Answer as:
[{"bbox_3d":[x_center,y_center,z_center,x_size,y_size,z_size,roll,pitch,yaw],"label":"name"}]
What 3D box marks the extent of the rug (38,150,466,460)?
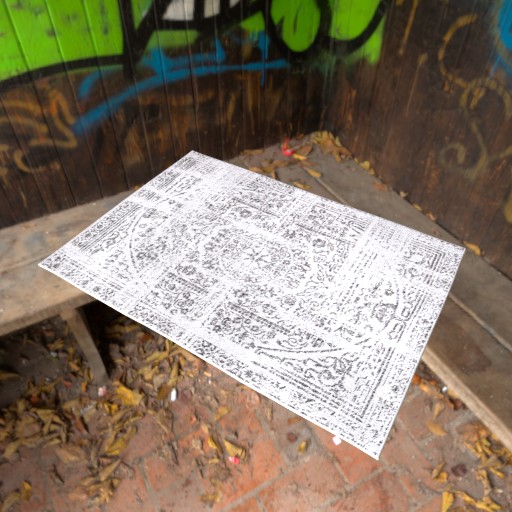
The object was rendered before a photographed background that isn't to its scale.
[{"bbox_3d":[0.000,0.000,3.059,2.438,0.026,1.706,24,50,22],"label":"rug"}]
